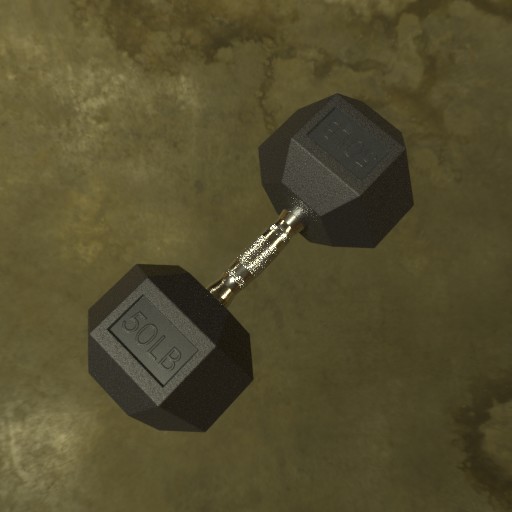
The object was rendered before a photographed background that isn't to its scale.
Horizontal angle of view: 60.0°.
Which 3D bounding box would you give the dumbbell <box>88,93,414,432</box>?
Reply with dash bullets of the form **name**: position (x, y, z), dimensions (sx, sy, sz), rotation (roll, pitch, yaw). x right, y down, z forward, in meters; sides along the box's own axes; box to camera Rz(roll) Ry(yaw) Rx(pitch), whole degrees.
- **dumbbell**: position (0.000, 0.000, 0.474), dimensions (0.173, 0.150, 0.384), rotation (43, 80, 10)
